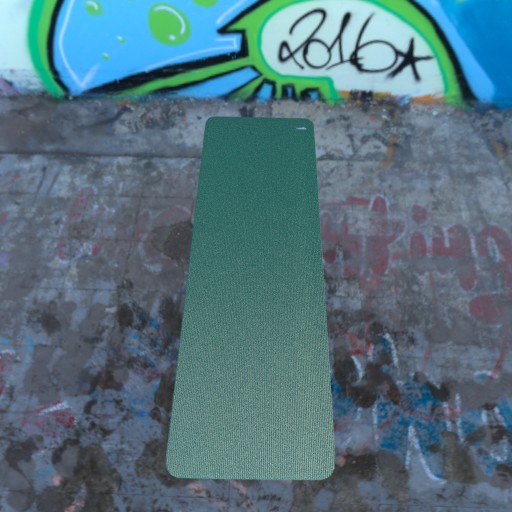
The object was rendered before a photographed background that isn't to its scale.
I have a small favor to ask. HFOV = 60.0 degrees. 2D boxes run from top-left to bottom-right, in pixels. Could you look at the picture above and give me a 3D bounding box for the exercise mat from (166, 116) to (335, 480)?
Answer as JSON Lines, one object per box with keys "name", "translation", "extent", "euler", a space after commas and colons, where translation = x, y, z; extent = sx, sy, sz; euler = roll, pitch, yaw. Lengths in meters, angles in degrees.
{"name": "exercise mat", "translation": [0.000, 0.000, 2.066], "extent": [0.616, 0.021, 1.869], "euler": [1, 59, 1]}
